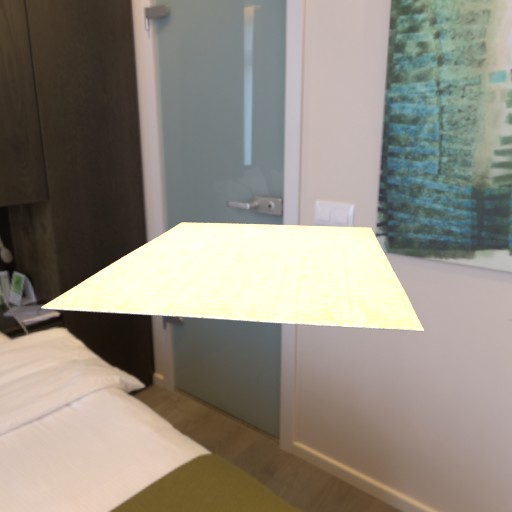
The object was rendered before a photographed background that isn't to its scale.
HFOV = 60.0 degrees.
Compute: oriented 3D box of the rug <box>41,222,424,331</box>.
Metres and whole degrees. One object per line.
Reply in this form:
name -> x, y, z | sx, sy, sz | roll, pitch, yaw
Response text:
rug -> 0.000, 0.000, 4.220 | 2.447, 0.014, 3.061 | 2, 15, 8
